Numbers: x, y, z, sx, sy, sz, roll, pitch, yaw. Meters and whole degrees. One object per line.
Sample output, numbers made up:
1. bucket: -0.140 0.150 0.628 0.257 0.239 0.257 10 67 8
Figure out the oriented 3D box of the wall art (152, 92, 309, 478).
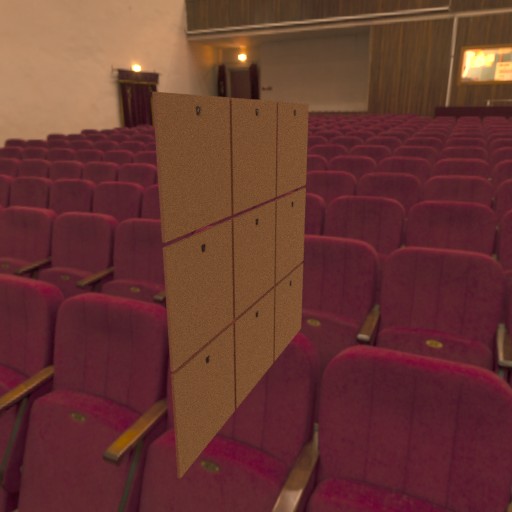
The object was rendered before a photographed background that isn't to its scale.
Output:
1. wall art: 0.000 0.000 2.303 0.019 1.532 1.533 8 19 24
